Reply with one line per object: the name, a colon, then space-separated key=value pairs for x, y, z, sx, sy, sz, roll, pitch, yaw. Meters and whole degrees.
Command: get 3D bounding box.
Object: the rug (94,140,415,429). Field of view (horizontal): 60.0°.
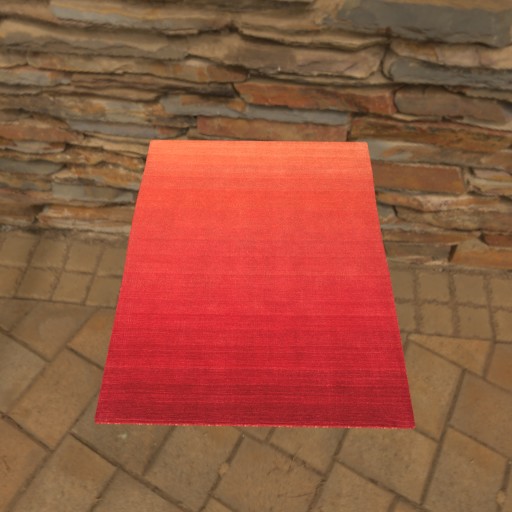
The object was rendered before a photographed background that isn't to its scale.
rug: x=0.000 y=0.000 z=3.967 sx=2.340 sy=0.028 sz=2.905 roll=1 pitch=58 yaw=0
